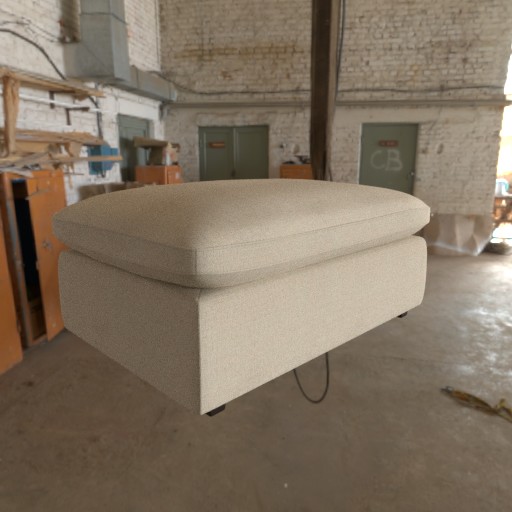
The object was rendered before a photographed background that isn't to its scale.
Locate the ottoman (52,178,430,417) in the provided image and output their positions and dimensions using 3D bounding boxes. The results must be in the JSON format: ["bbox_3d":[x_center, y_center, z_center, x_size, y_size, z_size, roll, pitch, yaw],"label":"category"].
[{"bbox_3d":[0.000,0.000,1.352,0.984,0.453,0.686,-12,18,-43],"label":"ottoman"}]
